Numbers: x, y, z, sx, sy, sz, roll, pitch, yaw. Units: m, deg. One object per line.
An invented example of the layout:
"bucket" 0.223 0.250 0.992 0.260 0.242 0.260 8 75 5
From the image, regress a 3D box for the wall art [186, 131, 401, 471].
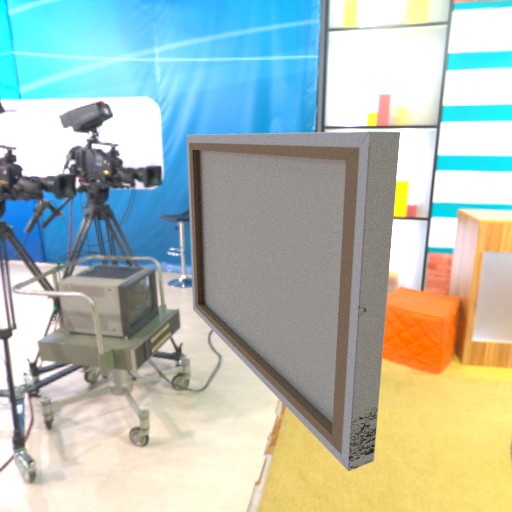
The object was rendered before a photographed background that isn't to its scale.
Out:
"wall art" 0.000 0.000 0.779 0.042 0.414 0.608 -7 17 -25
